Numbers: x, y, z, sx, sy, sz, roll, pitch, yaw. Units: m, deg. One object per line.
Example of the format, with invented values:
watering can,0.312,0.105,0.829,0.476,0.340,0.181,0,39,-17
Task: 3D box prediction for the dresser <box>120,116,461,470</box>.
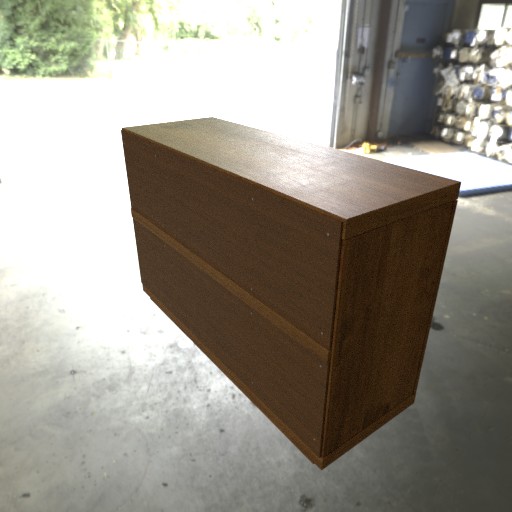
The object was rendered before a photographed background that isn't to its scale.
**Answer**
dresser,0.000,0.000,1.699,0.479,0.825,1.261,-19,32,-32
